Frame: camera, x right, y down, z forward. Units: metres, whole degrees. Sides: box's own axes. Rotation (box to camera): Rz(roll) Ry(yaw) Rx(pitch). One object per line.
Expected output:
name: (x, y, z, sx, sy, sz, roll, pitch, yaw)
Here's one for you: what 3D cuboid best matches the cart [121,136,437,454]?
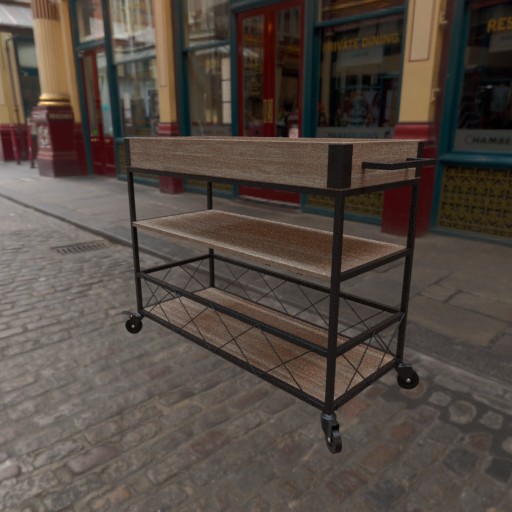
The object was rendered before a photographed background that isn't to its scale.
cart: (0.000, 0.000, 1.539, 0.500, 0.787, 1.101, -15, 22, -43)
